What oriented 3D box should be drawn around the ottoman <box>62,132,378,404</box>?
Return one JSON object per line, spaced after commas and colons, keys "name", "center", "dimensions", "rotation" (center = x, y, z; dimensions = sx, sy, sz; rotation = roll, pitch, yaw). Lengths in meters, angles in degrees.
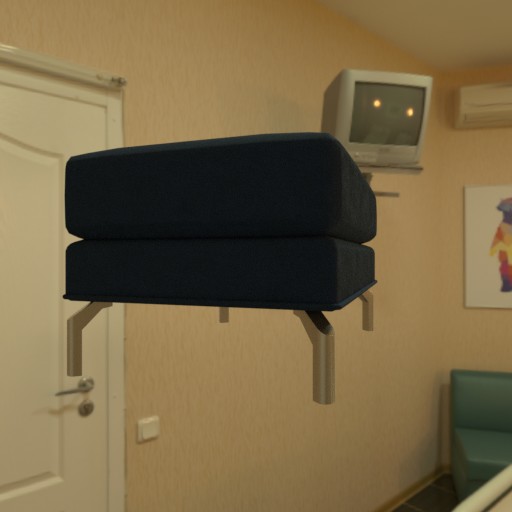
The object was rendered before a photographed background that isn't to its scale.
{"name": "ottoman", "center": [0.000, 0.000, 1.211], "dimensions": [0.587, 0.498, 0.835], "rotation": [0, 0, 19]}
